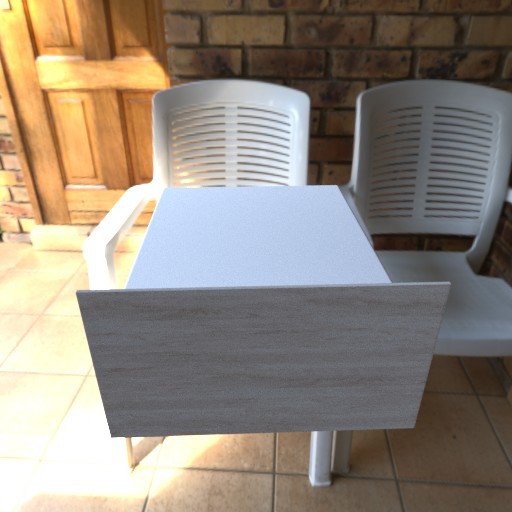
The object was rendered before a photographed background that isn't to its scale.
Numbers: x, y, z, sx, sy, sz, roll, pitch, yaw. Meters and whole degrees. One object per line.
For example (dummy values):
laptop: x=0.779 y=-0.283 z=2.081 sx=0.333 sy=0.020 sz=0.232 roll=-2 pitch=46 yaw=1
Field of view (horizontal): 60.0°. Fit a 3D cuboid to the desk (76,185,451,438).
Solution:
desk: x=0.000 y=0.000 z=2.670 sx=1.400 sy=0.800 sz=1.900 roll=-1 pitch=30 yaw=-2
